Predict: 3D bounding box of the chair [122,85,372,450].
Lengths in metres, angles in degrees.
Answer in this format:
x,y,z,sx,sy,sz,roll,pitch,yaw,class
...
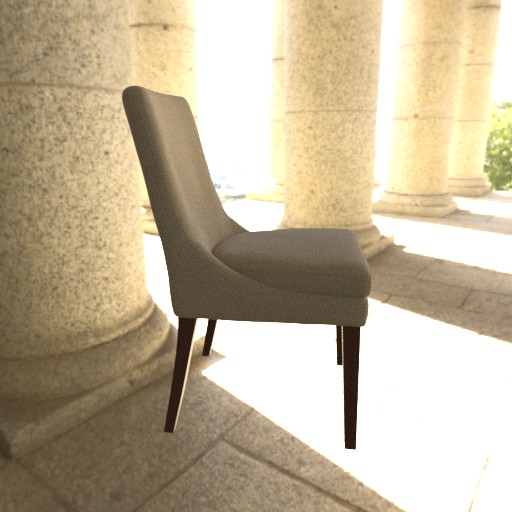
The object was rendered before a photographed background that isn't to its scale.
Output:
x,y,z,sx,sy,sz,roll,pitch,yaw,class
0.000,0.000,1.341,0.638,0.940,0.515,2,16,7,chair
